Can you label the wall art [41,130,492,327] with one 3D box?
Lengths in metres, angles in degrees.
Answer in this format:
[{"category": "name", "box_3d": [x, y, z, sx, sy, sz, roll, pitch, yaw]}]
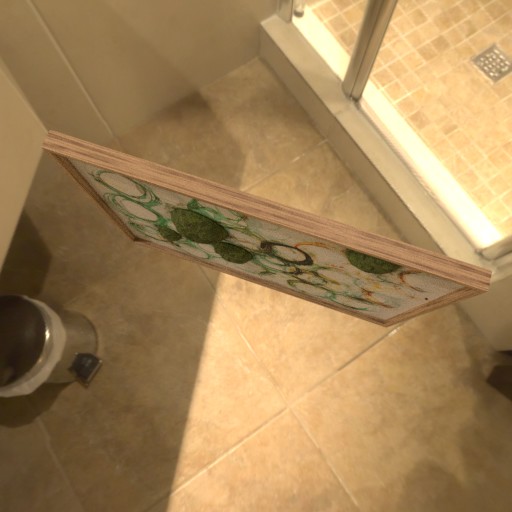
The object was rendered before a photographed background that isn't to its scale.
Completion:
[{"category": "wall art", "box_3d": [0.000, 0.000, 1.087, 0.841, 0.609, 0.063, 18, 76, 5]}]
